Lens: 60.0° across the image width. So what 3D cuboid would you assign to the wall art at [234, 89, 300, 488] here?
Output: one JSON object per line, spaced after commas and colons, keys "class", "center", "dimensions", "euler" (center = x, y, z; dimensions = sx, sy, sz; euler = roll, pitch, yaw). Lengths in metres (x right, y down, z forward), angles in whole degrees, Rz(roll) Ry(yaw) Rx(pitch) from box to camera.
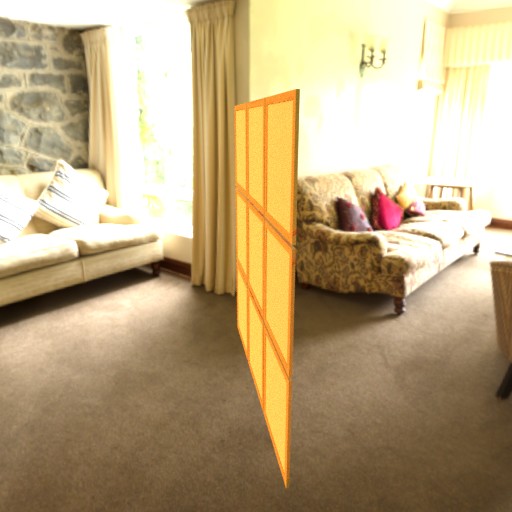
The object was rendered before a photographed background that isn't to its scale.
{"class": "wall art", "center": [0.000, 0.000, 2.297], "dimensions": [0.013, 1.523, 1.517], "euler": [-3, 17, -9]}
